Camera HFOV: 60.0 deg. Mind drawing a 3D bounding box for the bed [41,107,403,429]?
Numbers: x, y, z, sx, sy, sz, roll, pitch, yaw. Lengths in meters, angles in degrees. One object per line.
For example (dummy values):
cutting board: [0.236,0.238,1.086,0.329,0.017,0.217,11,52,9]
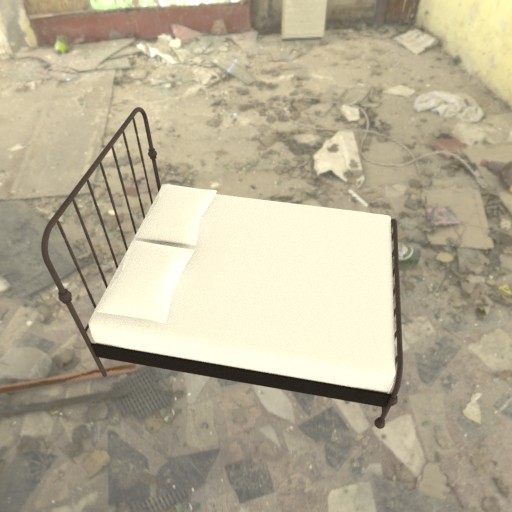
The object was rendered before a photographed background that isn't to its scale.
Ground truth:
bed: [0.000,0.000,3.244,2.134,1.446,1.616,8,47,7]
